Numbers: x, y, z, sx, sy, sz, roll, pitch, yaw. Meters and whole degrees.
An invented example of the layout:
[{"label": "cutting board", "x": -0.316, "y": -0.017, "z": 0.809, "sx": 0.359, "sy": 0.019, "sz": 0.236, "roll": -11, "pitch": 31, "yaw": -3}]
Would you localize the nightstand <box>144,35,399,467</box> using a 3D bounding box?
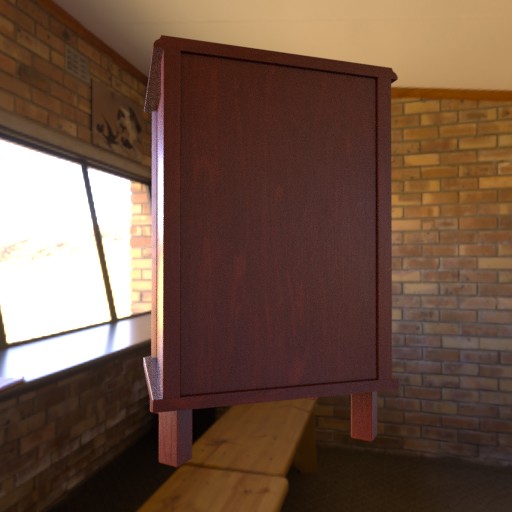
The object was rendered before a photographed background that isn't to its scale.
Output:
[{"label": "nightstand", "x": 0.000, "y": 0.000, "z": 0.910, "sx": 0.435, "sy": 0.681, "sz": 0.351, "roll": 0, "pitch": -1, "yaw": -17}]
